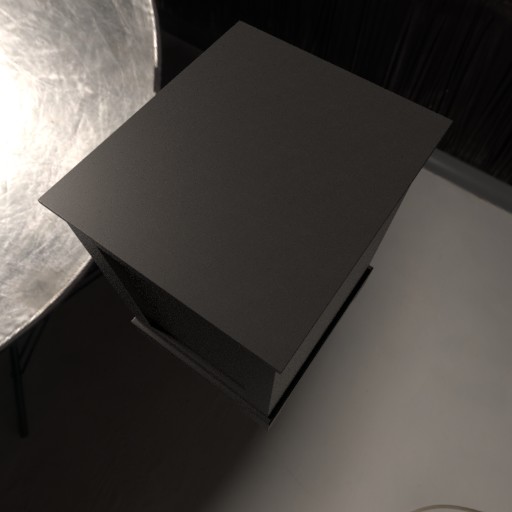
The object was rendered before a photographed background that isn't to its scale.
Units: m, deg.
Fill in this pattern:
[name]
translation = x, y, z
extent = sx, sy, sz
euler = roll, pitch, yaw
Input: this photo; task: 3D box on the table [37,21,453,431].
[table]
translation = 0.000, 0.000, 0.901
extent = 0.399, 0.610, 0.460
euler = 33, 67, 15
